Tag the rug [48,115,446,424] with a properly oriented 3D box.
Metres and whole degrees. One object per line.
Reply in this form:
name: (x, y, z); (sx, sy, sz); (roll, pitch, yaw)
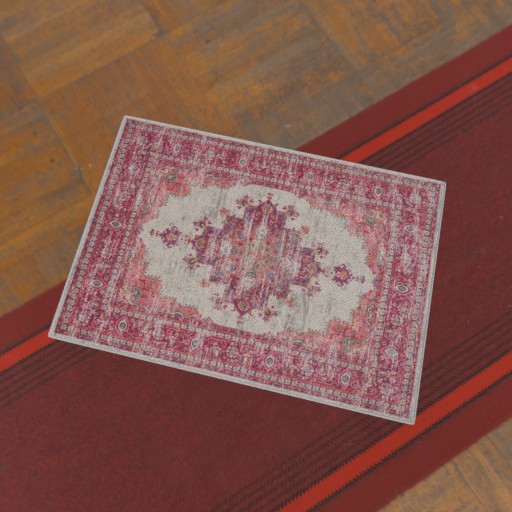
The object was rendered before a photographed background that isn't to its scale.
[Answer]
rug: (0.000, 0.000, 2.809); (2.232, 0.011, 1.555); (13, 76, 3)
